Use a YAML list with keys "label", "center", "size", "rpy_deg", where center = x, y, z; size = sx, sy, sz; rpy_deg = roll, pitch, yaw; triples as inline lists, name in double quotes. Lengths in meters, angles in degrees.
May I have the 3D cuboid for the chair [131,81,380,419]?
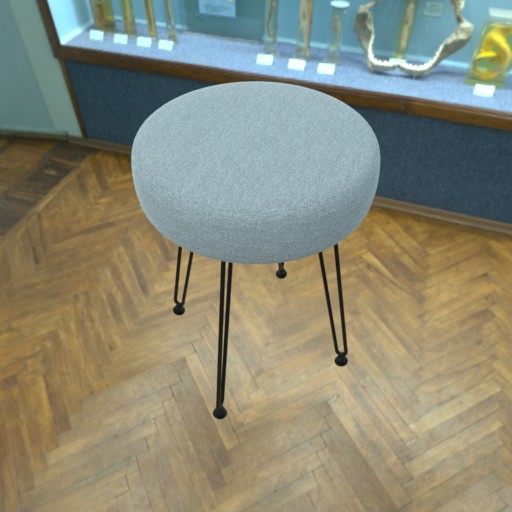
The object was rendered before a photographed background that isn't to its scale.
- label: "chair"
  center: [0.000, 0.000, 0.681]
  size: [0.350, 0.440, 0.350]
  rpy_deg: [15, 48, 14]
